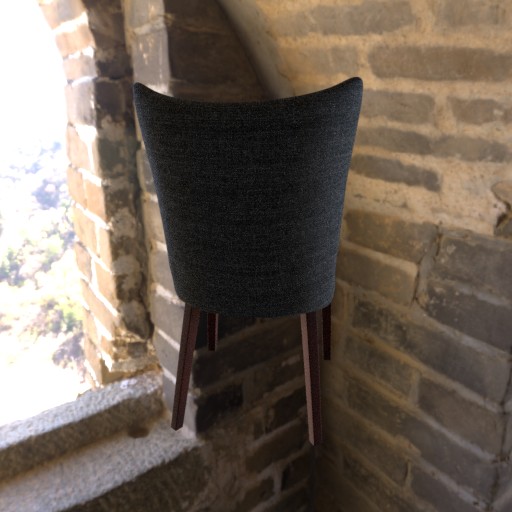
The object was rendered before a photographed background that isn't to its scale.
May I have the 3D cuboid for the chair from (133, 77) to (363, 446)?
[{"bbox_3d":[0.000,0.000,1.293,0.535,0.924,0.623,2,15,9],"label":"chair"}]
